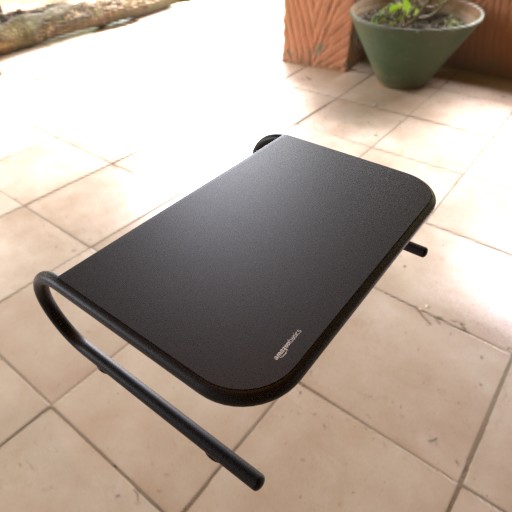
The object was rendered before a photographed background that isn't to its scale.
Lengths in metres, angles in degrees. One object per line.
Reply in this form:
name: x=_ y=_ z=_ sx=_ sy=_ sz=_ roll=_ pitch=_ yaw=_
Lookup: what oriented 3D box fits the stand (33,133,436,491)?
stand: x=0.000 y=0.000 z=0.493 sx=0.280 sy=0.108 sz=0.370 roll=26 pitch=47 yaw=27
